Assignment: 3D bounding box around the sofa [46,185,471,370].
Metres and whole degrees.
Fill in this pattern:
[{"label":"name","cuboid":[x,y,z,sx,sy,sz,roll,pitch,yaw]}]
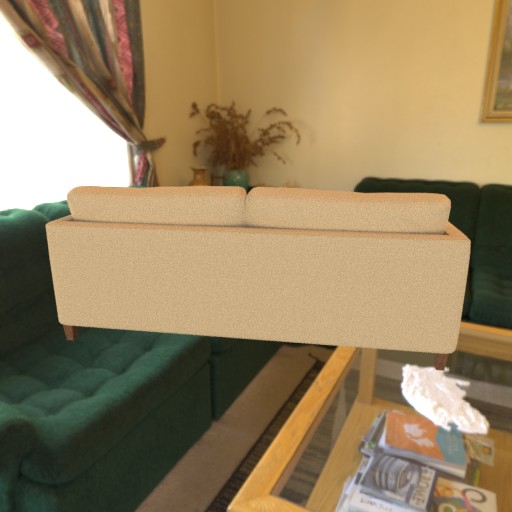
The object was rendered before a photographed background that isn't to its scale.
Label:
[{"label":"sofa","cuboid":[0.000,0.000,2.905,2.361,0.968,0.951,3,17,9]}]
